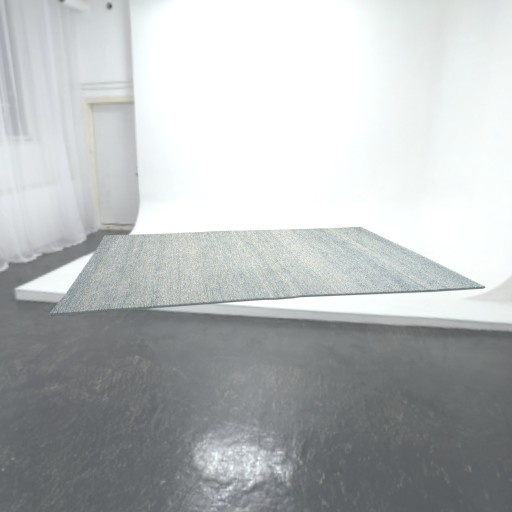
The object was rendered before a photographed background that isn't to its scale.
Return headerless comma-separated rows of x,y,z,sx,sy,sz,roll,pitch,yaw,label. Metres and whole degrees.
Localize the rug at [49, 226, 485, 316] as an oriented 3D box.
0.000,0.000,4.361,3.237,0.046,2.461,-2,15,-9,rug
